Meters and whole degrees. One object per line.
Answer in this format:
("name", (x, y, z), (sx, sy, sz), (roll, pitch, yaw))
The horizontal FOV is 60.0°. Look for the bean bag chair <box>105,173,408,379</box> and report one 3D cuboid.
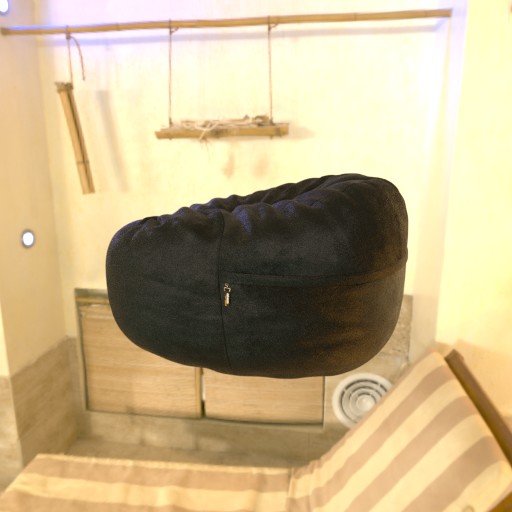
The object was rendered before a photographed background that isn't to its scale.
("bean bag chair", (0.000, 0.000, 2.374), (1.524, 0.878, 1.524), (1, 13, 7))
